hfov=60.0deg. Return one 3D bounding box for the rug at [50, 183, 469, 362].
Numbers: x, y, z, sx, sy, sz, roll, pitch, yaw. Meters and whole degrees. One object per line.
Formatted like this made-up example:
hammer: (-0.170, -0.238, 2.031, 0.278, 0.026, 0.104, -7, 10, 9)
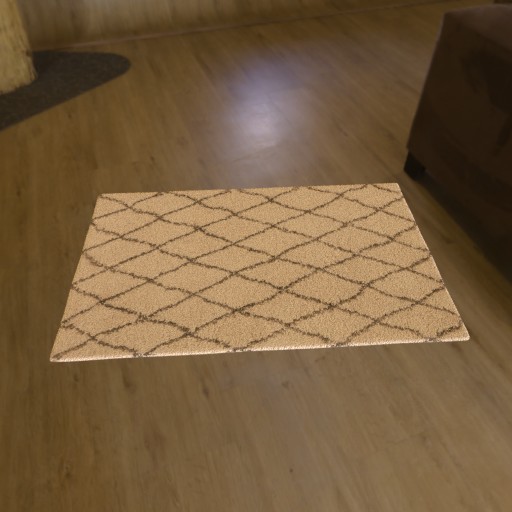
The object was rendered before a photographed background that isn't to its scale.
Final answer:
rug: (0.000, 0.000, 3.089, 2.438, 0.030, 1.524, -3, 46, -2)
